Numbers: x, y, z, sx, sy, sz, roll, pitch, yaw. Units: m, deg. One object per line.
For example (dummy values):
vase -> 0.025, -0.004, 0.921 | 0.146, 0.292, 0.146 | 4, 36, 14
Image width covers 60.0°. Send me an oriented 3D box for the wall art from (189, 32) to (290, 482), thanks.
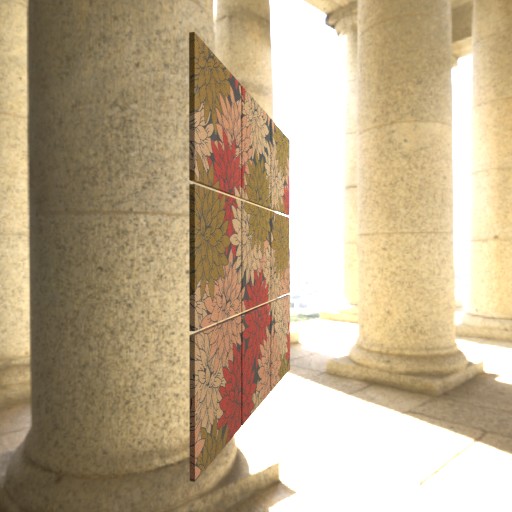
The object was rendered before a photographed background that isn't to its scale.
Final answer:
wall art -> 0.000, 0.000, 1.333 | 0.013, 0.913, 0.904 | 0, 1, 17
